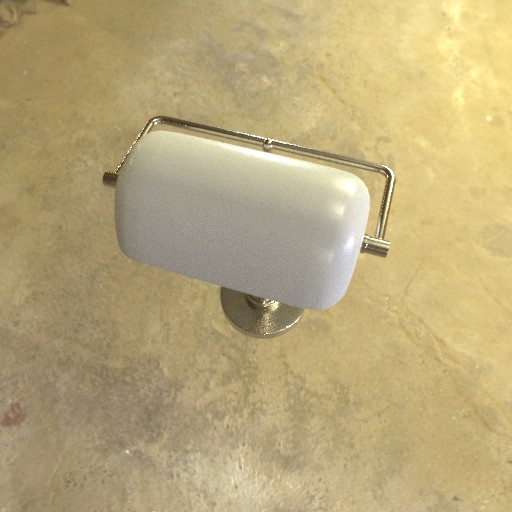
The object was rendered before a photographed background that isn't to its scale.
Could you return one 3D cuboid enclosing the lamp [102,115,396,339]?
[{"bbox_3d":[0.000,0.000,0.556,0.269,0.404,0.227,15,59,9],"label":"lamp"}]
